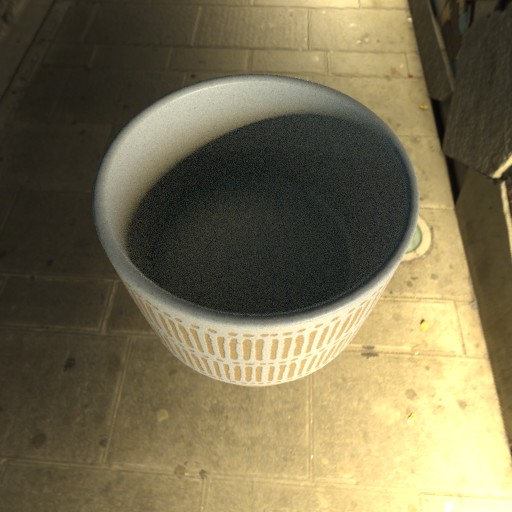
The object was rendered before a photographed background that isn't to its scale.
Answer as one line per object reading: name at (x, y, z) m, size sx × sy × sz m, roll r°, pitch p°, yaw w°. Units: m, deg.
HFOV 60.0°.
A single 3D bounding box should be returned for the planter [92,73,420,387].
planter at (0.000, 0.000, 0.563) m, size 0.317 × 0.303 × 0.317 m, roll 0°, pitch 59°, yaw 0°
